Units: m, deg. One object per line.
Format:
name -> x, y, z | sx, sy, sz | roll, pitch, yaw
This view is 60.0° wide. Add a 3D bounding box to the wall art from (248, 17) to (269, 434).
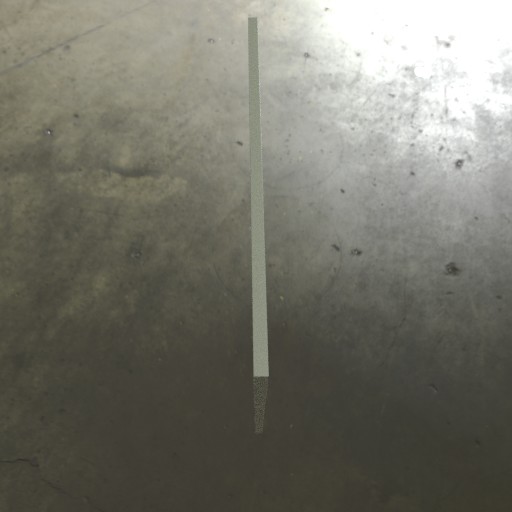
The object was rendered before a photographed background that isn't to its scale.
wall art -> 0.000, 0.000, 1.178 | 0.022, 0.803, 0.805 | -1, 63, 0
